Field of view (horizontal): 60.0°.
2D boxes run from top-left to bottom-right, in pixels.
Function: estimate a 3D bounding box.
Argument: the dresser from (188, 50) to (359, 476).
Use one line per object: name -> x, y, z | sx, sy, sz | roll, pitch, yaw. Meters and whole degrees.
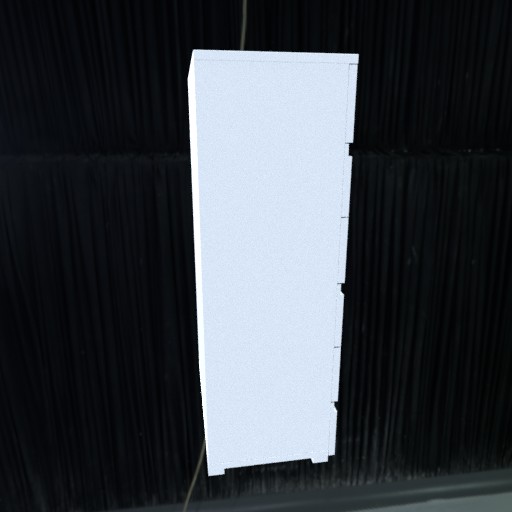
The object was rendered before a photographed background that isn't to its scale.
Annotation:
dresser -> 0.000, 0.000, 1.522 | 0.400, 1.190, 0.650 | -3, 16, -9
